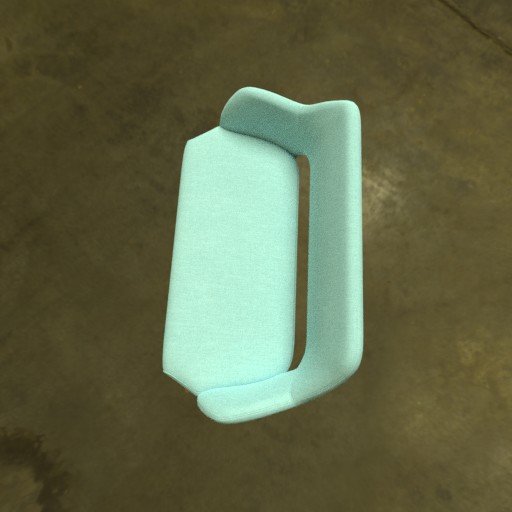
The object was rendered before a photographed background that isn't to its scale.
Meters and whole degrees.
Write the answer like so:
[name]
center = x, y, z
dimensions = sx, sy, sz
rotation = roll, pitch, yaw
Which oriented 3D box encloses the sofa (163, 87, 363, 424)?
[sofa]
center = 0.000, 0.000, 1.661
dimensions = 0.610, 0.840, 1.150
rotation = 3, 75, 1
